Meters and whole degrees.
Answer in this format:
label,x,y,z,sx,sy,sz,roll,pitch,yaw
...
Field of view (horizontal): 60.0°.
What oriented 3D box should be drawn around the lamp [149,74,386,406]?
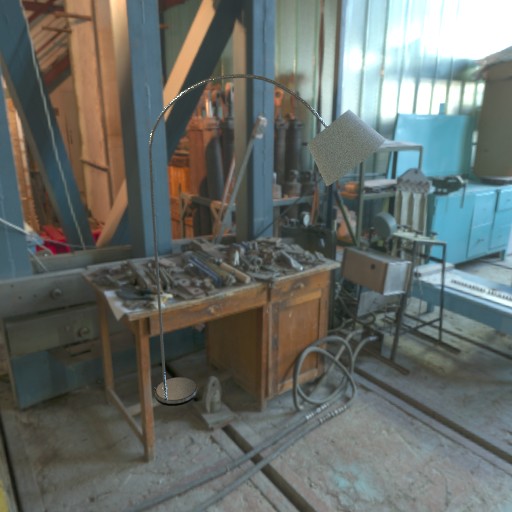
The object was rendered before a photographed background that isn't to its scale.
label,x,y,z,sx,sy,sz,roll,pitch,yaw
lamp,0.000,0.000,2.748,1.445,2.098,0.406,3,17,9
